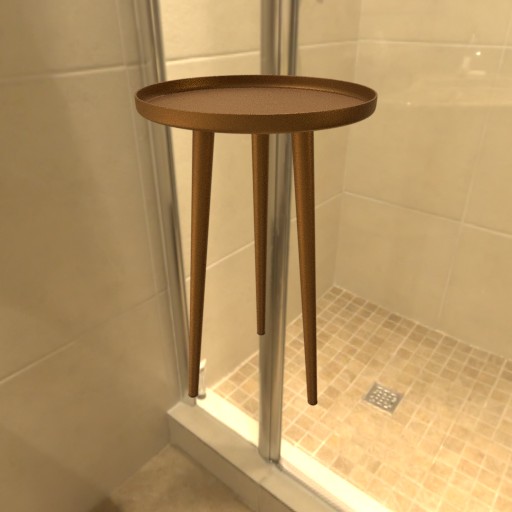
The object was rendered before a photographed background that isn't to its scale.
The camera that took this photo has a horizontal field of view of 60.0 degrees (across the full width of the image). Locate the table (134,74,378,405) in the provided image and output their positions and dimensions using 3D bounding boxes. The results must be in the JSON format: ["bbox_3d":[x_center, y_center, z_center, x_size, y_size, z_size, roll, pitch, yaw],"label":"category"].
[{"bbox_3d":[0.000,0.000,0.676,0.299,0.480,0.299,1,29,2],"label":"table"}]
